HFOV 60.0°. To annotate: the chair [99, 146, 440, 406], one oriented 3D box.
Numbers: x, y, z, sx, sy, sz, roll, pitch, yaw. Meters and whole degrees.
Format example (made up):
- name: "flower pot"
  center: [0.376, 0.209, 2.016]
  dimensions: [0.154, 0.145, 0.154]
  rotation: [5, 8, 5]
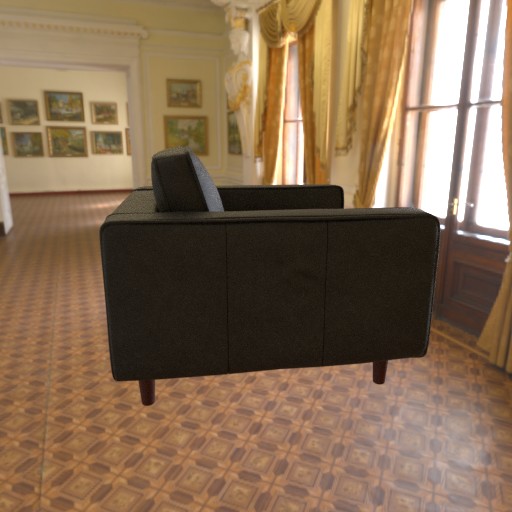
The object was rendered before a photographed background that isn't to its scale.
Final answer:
- name: "chair"
  center: [0.000, 0.000, 1.586]
  dimensions: [0.914, 0.763, 0.889]
  rotation: [-2, 15, -9]
